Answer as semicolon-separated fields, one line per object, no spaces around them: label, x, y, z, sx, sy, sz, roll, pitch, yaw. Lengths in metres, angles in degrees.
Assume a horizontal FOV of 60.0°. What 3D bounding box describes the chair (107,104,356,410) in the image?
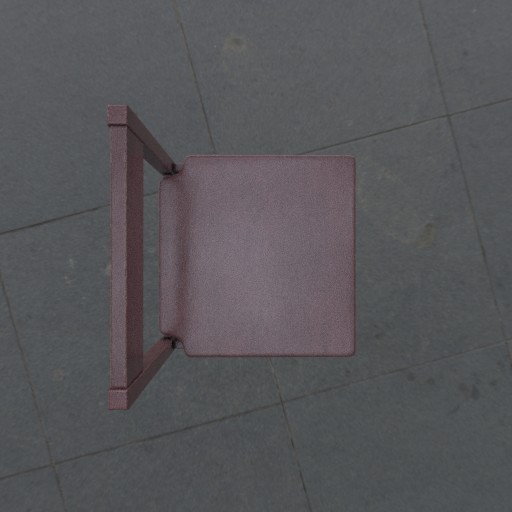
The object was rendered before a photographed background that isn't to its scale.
chair;0.000;0.000;0.849;0.361;0.668;0.367;0;90;-1
